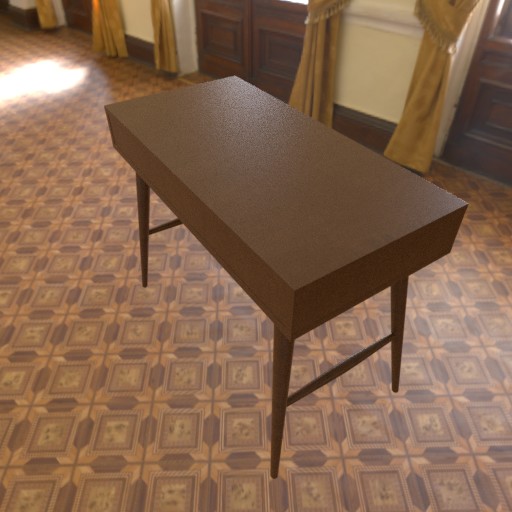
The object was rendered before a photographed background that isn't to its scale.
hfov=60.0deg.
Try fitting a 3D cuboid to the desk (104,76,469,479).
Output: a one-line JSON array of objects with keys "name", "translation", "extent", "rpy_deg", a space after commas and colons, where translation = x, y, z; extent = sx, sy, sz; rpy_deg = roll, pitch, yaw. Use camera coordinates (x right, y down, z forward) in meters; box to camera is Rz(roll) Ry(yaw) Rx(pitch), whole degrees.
[{"name": "desk", "translation": [0.000, 0.000, 1.397], "extent": [0.510, 0.758, 0.949], "rpy_deg": [-24, 46, -25]}]
